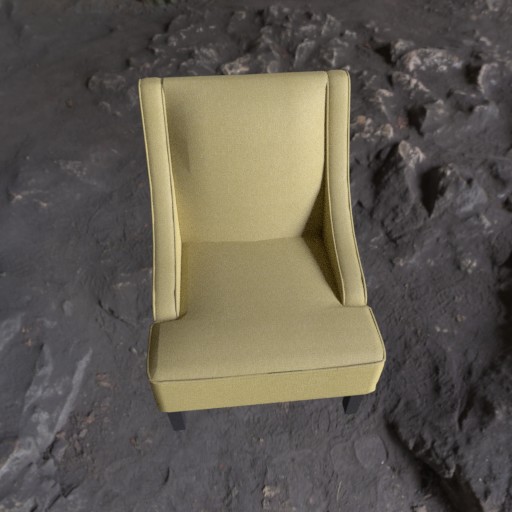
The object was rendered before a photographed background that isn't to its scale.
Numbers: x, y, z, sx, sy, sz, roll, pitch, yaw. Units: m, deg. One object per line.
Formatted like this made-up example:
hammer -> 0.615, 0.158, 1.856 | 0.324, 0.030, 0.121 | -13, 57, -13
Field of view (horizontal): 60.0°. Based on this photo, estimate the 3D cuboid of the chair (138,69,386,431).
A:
chair -> 0.000, 0.000, 1.476 | 0.696, 0.896, 0.814 | -4, 46, -4
